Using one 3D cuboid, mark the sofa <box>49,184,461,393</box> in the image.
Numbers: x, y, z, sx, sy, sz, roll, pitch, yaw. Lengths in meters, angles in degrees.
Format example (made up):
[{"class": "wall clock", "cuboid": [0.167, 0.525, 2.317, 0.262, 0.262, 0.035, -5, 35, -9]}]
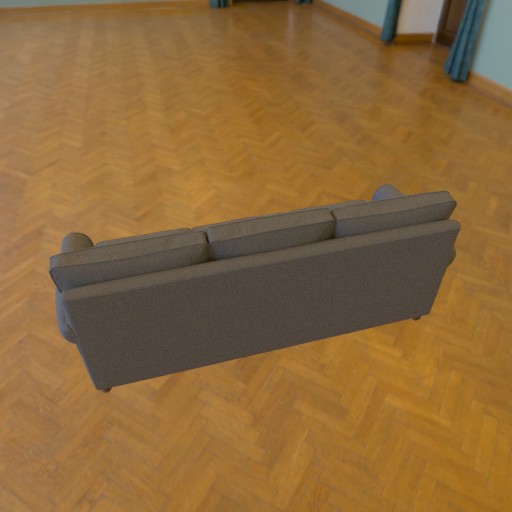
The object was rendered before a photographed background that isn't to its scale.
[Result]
[{"class": "sofa", "cuboid": [0.000, 0.000, 2.836, 2.353, 0.948, 0.966, -10, 40, -12]}]
